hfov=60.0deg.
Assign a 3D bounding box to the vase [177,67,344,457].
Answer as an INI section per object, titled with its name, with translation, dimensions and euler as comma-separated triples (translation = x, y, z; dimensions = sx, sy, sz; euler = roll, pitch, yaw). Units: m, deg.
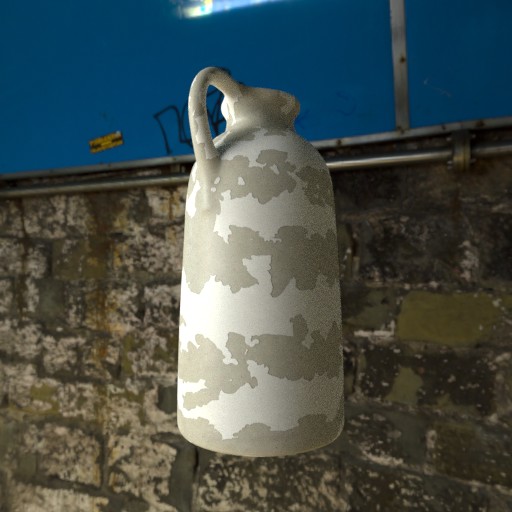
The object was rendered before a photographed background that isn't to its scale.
[vase]
translation = 0.000, 0.000, 0.501
dimensions = 0.186, 0.382, 0.203
euler = -2, -2, 38
